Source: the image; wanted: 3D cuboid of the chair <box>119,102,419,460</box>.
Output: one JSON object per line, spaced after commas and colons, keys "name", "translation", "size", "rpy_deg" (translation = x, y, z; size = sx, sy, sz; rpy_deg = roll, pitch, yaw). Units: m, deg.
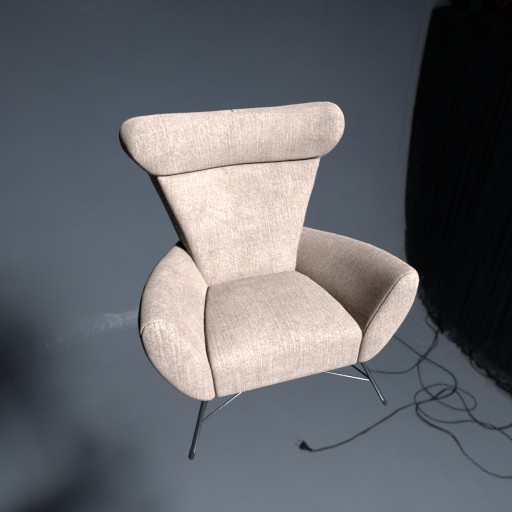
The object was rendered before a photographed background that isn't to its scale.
{"name": "chair", "translation": [0.000, 0.000, 1.781], "size": [0.980, 1.040, 0.900], "rpy_deg": [-9, 32, -15]}
